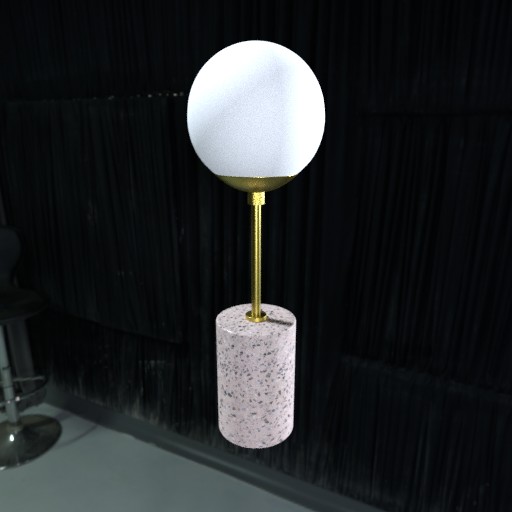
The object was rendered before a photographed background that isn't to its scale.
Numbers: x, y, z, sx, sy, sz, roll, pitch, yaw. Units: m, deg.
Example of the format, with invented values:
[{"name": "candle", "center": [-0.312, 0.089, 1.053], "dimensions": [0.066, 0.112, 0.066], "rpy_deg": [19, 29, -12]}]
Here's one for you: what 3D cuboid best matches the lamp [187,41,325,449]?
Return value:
[{"name": "lamp", "center": [0.000, 0.000, 0.544], "dimensions": [0.153, 0.480, 0.153], "rpy_deg": [0, 16, 0]}]
